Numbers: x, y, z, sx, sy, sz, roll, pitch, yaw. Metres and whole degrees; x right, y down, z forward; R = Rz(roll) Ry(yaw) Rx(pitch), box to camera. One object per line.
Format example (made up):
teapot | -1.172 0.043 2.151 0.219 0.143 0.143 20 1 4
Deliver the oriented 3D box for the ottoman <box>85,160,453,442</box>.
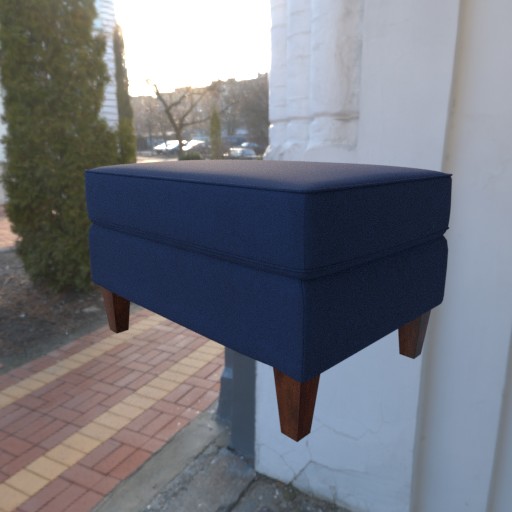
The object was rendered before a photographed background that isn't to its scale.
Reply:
ottoman | 0.000 0.000 1.398 0.686 0.584 0.965 -14 20 -43
